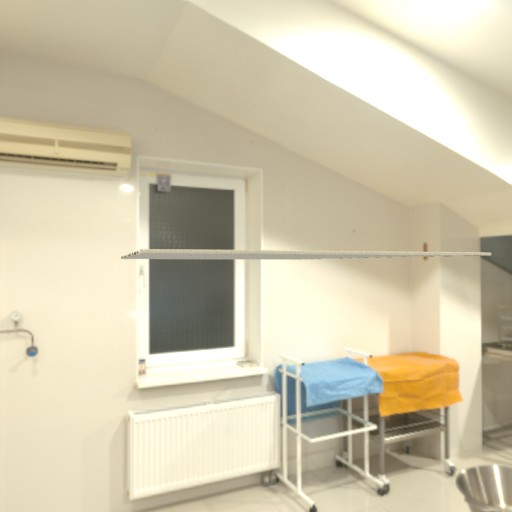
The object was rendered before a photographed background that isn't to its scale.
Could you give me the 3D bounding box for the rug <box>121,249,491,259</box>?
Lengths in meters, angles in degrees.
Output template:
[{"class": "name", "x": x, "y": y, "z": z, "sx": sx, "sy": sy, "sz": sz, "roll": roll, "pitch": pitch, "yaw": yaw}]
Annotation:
[{"class": "rug", "x": 0.000, "y": 0.000, "z": 4.347, "sx": 2.444, "sy": 0.036, "sz": 3.369, "roll": 0, "pitch": -1, "yaw": -19}]
